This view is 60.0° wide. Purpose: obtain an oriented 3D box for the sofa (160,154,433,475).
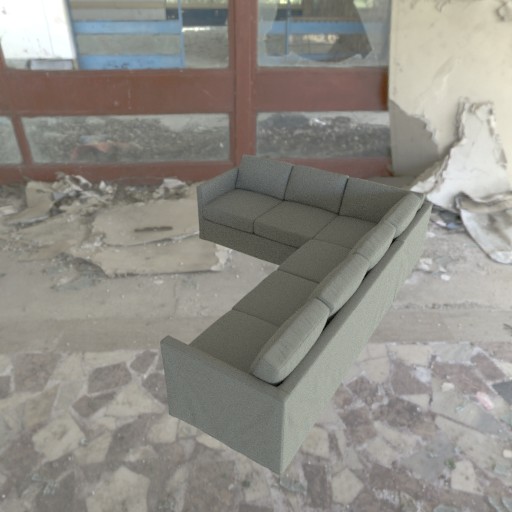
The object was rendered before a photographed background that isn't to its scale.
[{"bbox_3d":[0.000,0.000,4.231,2.432,0.871,3.182,18,35,28],"label":"sofa"}]
